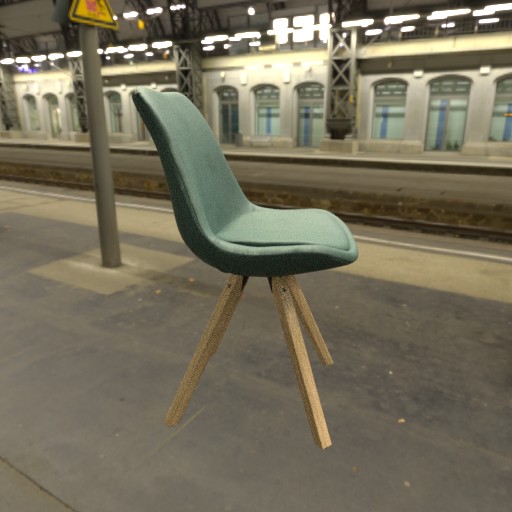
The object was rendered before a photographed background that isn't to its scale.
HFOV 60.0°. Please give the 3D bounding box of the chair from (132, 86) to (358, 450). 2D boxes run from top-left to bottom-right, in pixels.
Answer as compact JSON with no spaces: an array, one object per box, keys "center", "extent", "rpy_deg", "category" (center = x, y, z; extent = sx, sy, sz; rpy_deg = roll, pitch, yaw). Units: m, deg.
[{"center":[0.000,0.000,1.222],"extent":[0.547,0.865,0.483],"rpy_deg":[3,17,10],"category":"chair"}]
